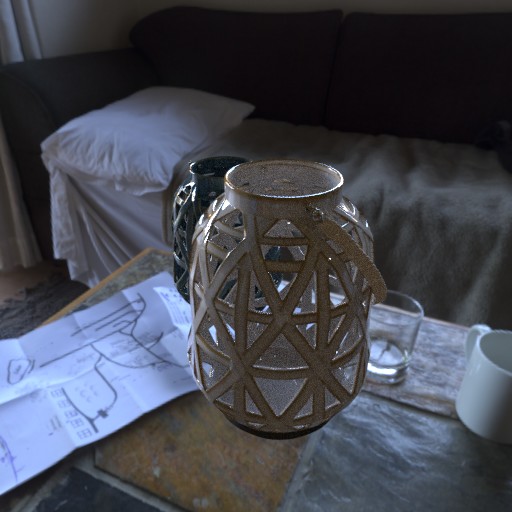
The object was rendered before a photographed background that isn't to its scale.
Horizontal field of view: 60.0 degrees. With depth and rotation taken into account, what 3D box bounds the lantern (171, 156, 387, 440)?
[{"bbox_3d":[0.000,0.000,0.629,0.245,0.307,0.439,-10,31,-18],"label":"lantern"}]
